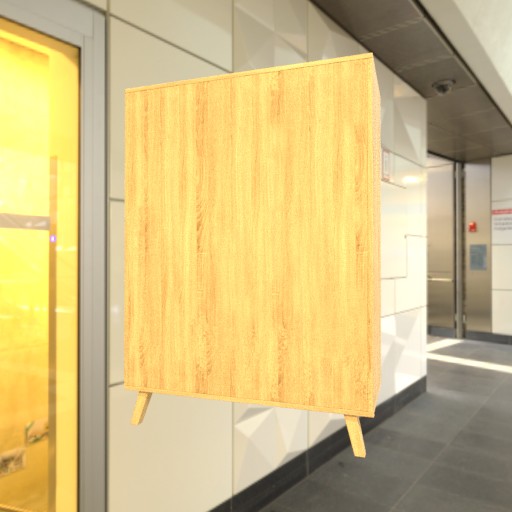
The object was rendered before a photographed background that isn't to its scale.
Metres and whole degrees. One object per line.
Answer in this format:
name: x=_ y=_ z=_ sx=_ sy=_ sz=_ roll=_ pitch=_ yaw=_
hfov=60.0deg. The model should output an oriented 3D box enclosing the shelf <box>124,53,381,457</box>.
shelf: x=0.000 y=0.000 z=1.890 sx=1.000 sy=1.390 sz=0.450 roll=0 pitch=0 yaw=19
